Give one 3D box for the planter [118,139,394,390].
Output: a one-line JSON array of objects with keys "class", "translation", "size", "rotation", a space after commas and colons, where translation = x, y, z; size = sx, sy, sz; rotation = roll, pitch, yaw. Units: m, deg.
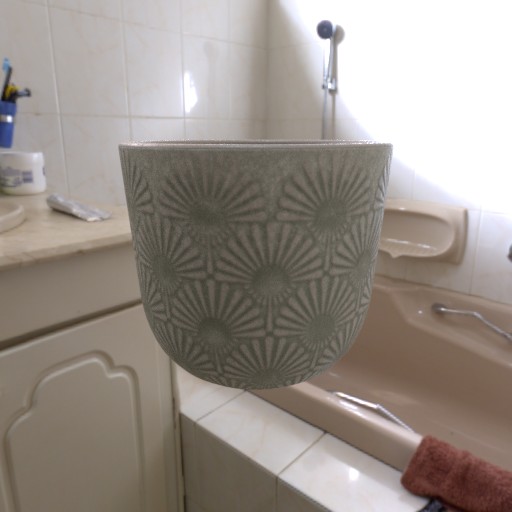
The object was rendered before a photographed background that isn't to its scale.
[{"class": "planter", "translation": [0.000, 0.000, 0.304], "size": [0.170, 0.152, 0.170], "rotation": [0, 15, 0]}]
